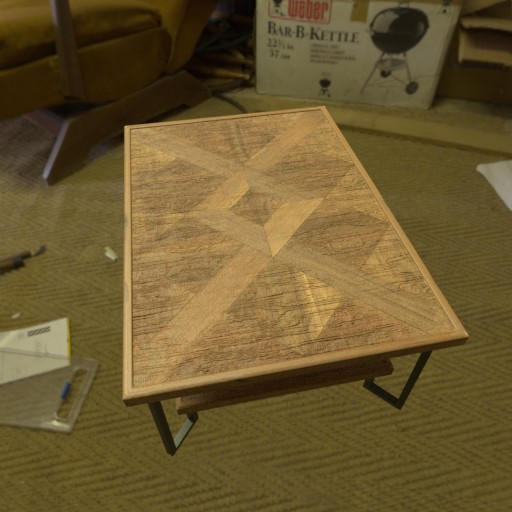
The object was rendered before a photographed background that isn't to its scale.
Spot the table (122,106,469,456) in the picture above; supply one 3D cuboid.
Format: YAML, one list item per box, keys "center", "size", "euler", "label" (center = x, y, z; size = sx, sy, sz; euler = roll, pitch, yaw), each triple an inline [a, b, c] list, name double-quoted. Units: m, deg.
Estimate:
- center: [0.000, 0.000, 1.676]
  size: [0.877, 0.492, 1.238]
  euler: [-8, 47, -8]
  label: "table"
